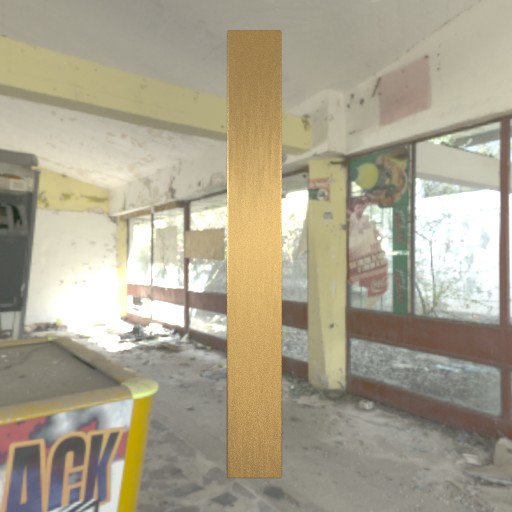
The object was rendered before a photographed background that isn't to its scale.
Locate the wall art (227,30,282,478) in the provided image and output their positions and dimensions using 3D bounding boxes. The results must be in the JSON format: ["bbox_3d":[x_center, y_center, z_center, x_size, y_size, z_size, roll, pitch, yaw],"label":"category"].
[{"bbox_3d":[0.000,0.000,0.453,0.037,0.305,0.305,0,-1,0],"label":"wall art"}]
